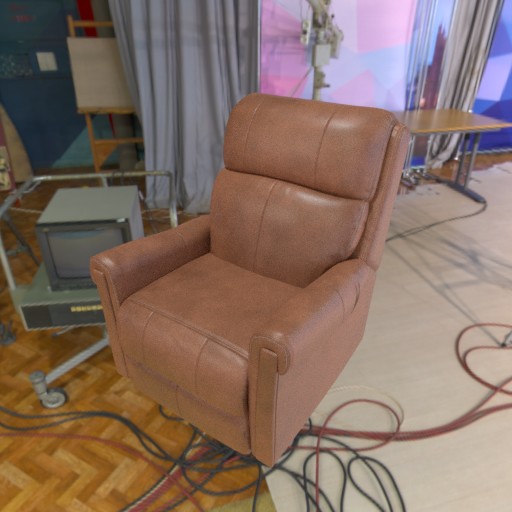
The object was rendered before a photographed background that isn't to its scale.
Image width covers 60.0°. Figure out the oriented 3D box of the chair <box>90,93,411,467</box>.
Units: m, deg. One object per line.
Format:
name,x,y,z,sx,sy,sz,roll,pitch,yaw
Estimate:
chair,0.000,0.000,1.720,0.838,1.054,1.014,19,36,29
